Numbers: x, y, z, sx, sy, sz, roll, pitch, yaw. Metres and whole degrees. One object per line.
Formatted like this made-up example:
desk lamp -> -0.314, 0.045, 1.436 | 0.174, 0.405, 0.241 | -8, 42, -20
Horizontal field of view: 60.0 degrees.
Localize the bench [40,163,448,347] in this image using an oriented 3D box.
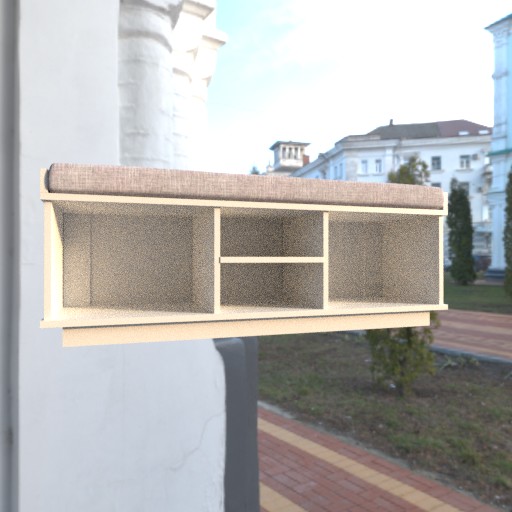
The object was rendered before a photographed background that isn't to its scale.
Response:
bench -> 0.000, 0.000, 1.403 | 1.196, 0.453, 0.363 | 0, 0, -19
